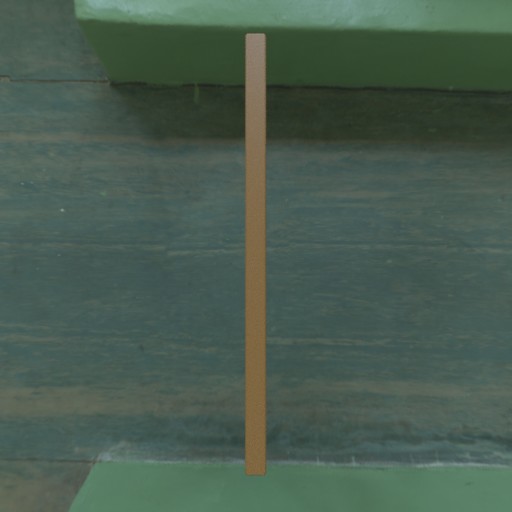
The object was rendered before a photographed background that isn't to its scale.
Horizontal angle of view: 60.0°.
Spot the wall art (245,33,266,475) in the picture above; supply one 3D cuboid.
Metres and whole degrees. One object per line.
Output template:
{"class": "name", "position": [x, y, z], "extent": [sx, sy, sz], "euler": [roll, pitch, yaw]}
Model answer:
{"class": "wall art", "position": [0.000, 0.000, 0.724], "extent": [0.021, 0.550, 0.449], "euler": [0, 89, 0]}
